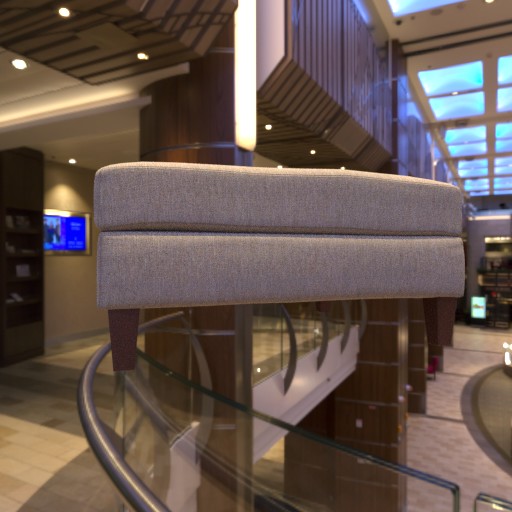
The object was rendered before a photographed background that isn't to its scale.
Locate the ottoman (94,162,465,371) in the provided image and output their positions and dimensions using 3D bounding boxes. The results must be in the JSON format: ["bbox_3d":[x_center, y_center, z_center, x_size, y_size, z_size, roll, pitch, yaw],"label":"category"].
[{"bbox_3d":[0.000,0.000,1.456,0.976,0.492,0.836,0,0,-18],"label":"ottoman"}]
